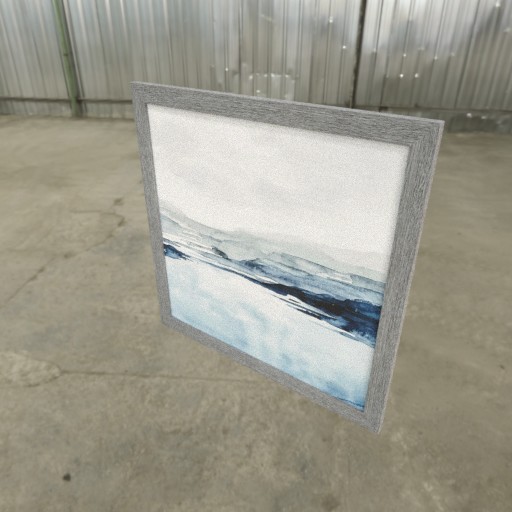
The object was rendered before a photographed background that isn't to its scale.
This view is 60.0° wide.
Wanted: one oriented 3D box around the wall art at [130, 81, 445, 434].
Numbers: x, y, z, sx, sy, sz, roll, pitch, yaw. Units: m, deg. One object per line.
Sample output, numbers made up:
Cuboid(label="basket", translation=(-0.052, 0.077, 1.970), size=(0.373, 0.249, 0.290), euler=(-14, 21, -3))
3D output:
Cuboid(label="wall art", translation=(0.000, 0.000, 1.002), size=(0.685, 0.685, 0.020), euler=(19, 35, 30))
